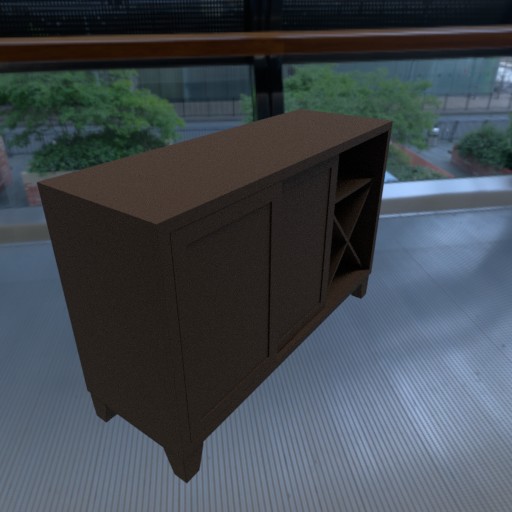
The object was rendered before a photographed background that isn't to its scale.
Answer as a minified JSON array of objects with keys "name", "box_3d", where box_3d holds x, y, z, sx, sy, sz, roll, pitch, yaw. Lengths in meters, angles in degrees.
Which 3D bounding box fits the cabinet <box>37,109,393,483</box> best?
[{"name":"cabinet","box_3d":[0.000,0.000,1.813,0.482,0.914,1.396,19,34,31]}]
